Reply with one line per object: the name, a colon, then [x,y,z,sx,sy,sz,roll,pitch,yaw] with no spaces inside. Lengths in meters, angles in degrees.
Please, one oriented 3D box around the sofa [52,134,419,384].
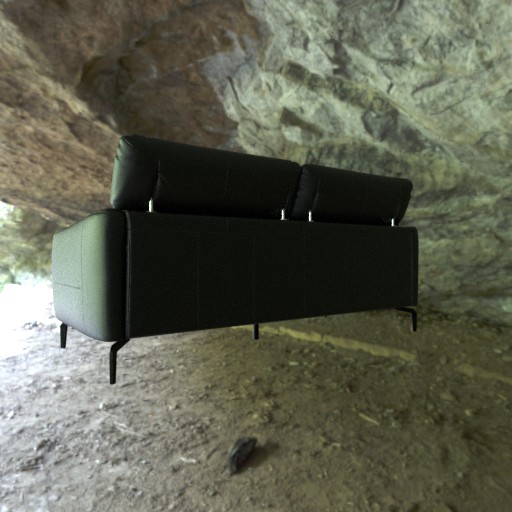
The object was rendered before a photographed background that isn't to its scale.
sofa: [0.000,0.000,2.547,2.069,0.957,0.856,0,0,-36]
